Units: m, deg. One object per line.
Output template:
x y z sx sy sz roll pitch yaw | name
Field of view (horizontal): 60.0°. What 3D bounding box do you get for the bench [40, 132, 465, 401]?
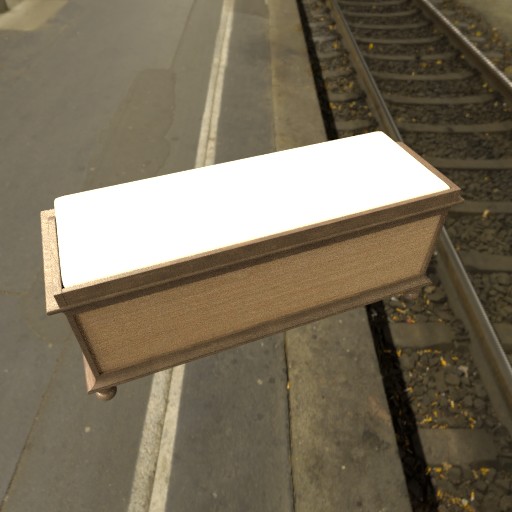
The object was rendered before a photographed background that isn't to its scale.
0.000 0.000 1.442 1.185 0.501 0.402 -15 46 -15 | bench
